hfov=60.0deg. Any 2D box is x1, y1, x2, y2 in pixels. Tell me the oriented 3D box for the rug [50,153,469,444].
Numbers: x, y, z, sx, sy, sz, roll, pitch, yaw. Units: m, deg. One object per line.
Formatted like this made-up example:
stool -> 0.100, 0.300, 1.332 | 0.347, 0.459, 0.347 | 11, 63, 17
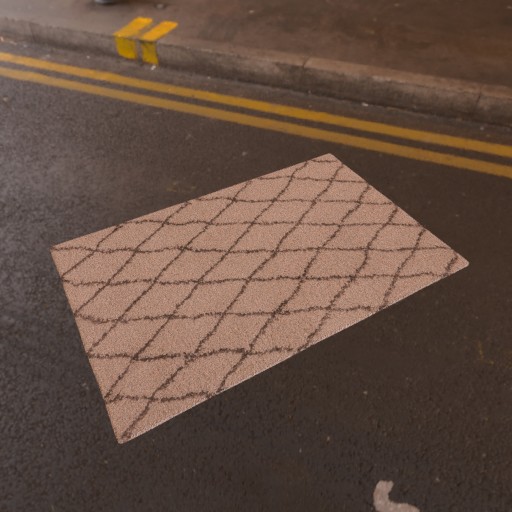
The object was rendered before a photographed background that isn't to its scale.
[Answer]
rug -> 0.000, 0.000, 3.440 | 2.743, 0.030, 1.778 | -22, 49, -21
